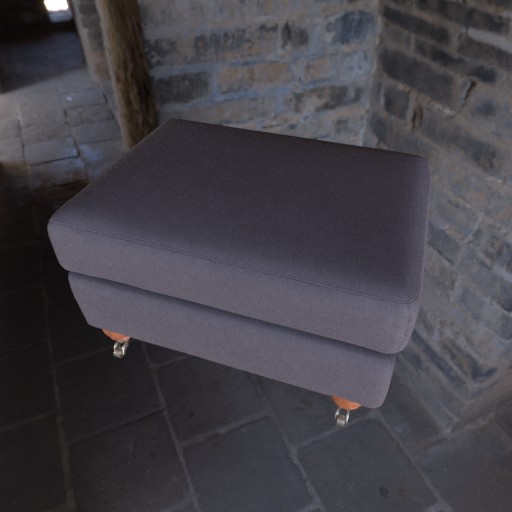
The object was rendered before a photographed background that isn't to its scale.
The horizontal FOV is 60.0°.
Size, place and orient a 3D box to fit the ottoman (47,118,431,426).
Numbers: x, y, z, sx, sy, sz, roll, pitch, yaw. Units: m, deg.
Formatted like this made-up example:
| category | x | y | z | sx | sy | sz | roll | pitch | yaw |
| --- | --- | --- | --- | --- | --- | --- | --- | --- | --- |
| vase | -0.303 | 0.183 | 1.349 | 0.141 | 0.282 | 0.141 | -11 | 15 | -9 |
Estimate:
| category | x | y | z | sx | sy | sz | roll | pitch | yaw |
| --- | --- | --- | --- | --- | --- | --- | --- | --- | --- |
| ottoman | 0.000 | 0.000 | 1.147 | 0.773 | 0.497 | 0.574 | 13 | 43 | 14 |
